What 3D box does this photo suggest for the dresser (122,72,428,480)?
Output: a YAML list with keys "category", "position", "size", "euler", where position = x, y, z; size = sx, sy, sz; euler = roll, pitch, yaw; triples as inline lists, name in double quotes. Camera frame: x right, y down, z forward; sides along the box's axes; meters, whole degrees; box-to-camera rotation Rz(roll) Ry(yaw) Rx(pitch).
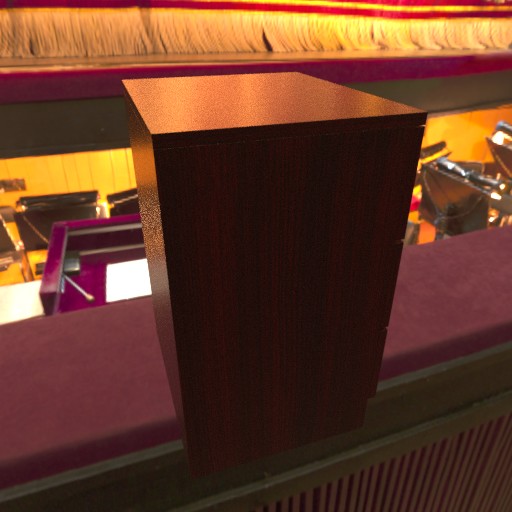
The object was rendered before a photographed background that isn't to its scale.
- category: "dresser"
  position: [0.000, 0.000, 0.799]
  size: [0.360, 0.560, 0.400]
  euler: [-10, 31, -16]
